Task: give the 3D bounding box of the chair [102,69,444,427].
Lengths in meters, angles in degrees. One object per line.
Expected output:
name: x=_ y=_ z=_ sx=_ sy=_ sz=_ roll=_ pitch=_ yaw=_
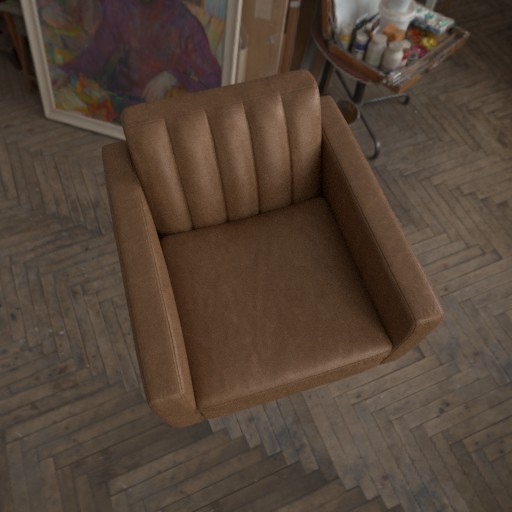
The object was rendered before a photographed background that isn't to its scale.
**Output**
chair: x=0.000 y=0.000 z=1.684 sx=0.953 sy=0.819 sz=0.998 roll=-15 pitch=64 yaw=-7
